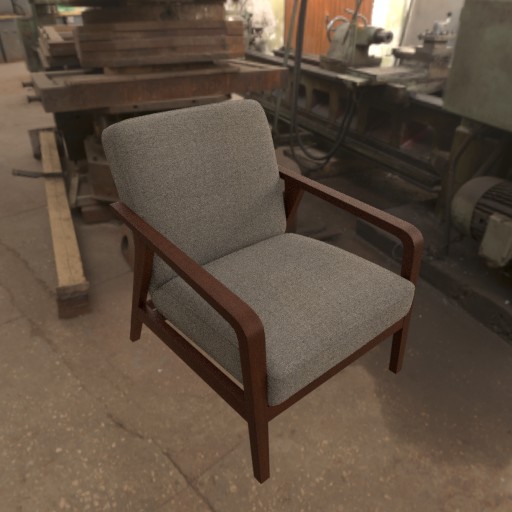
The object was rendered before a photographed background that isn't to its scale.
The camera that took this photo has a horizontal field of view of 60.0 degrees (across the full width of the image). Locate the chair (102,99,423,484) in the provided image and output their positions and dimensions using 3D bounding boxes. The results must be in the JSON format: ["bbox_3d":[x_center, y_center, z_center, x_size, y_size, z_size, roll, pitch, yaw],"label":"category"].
[{"bbox_3d":[0.000,0.000,1.468,0.704,0.847,0.858,-23,38,-34],"label":"chair"}]
